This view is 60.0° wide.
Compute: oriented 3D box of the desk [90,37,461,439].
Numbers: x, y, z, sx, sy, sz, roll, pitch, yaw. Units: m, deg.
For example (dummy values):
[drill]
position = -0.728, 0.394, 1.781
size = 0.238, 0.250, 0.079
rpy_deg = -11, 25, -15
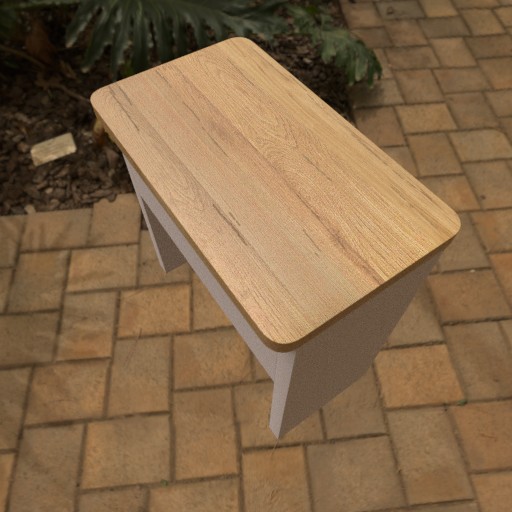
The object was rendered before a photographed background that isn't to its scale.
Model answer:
[desk]
position = 0.000, 0.000, 1.252
size = 0.440, 0.790, 0.760
rpy_deg = -30, 62, -18
